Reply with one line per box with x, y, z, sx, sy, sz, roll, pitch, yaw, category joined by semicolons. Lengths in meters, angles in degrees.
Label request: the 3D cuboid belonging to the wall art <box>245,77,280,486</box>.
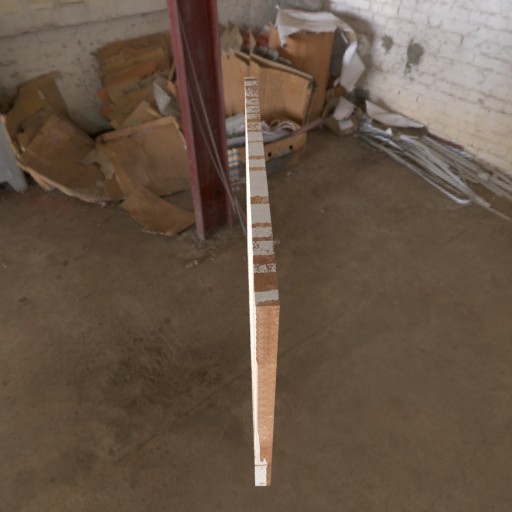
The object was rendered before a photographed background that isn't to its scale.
0.000;0.000;1.166;0.035;0.609;0.914;-1;41;-2;wall art
